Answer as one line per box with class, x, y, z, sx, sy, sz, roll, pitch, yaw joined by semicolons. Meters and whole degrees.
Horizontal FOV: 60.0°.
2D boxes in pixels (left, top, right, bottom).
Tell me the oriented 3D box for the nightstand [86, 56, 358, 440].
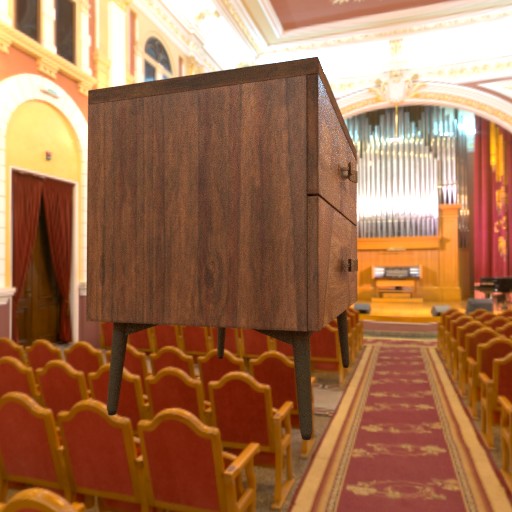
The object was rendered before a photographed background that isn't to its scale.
nightstand;0.000;0.000;1.038;0.458;0.610;0.610;0;-1;18
